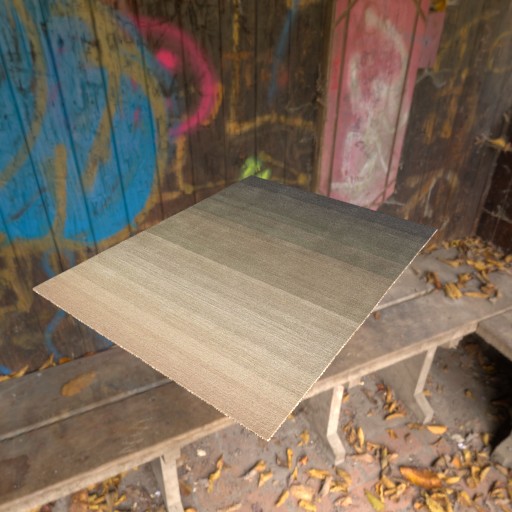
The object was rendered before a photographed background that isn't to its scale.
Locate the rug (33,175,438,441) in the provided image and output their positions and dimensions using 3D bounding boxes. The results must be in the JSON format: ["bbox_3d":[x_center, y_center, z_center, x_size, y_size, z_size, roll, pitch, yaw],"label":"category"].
[{"bbox_3d":[0.000,0.000,3.970,2.315,0.015,2.932,22,39,30],"label":"rug"}]
